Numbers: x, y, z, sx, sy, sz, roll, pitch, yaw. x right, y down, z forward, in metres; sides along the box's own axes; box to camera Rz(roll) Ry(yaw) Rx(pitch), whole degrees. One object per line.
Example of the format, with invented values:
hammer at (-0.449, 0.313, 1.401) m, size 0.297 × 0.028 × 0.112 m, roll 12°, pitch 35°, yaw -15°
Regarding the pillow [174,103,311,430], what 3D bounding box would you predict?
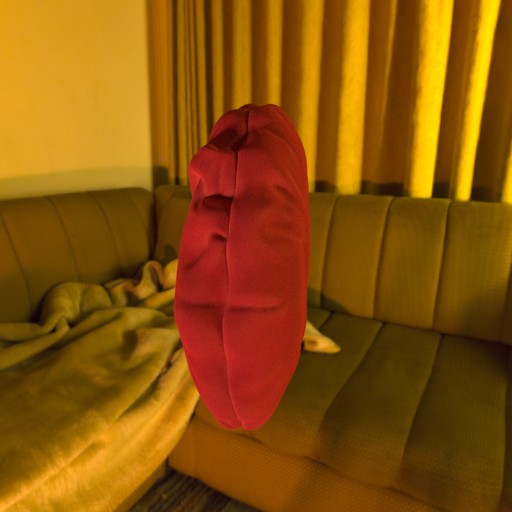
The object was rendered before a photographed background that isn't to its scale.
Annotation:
pillow at (0.000, 0.000, 0.625) m, size 0.148 × 0.407 × 0.428 m, roll 2°, pitch 14°, yaw 8°
